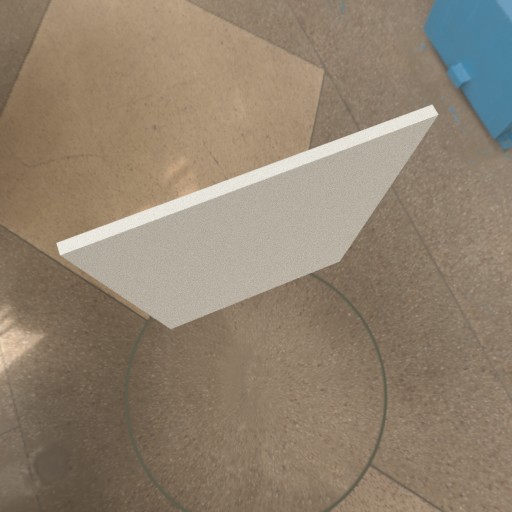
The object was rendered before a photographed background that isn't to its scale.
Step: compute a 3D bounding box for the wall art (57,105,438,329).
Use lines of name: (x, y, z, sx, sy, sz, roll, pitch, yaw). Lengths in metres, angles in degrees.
wall art: (0.000, 0.000, 0.671, 0.381, 0.533, 0.013, -21, 75, -6)
